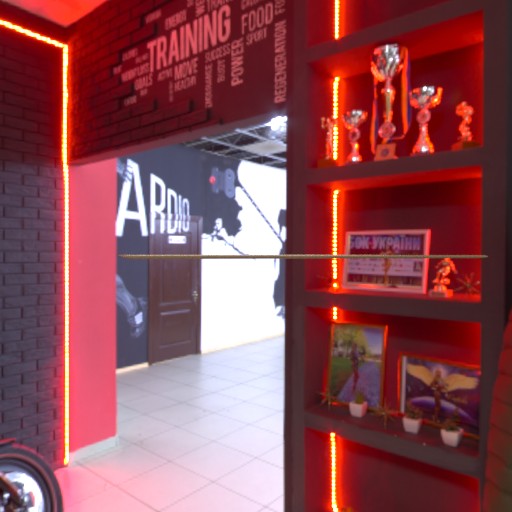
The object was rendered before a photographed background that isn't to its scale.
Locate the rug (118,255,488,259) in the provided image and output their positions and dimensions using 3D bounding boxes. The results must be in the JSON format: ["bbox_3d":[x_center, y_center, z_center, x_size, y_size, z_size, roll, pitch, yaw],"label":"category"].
[{"bbox_3d":[0.000,0.000,4.119,2.413,0.020,3.041,0,0,-18],"label":"rug"}]
